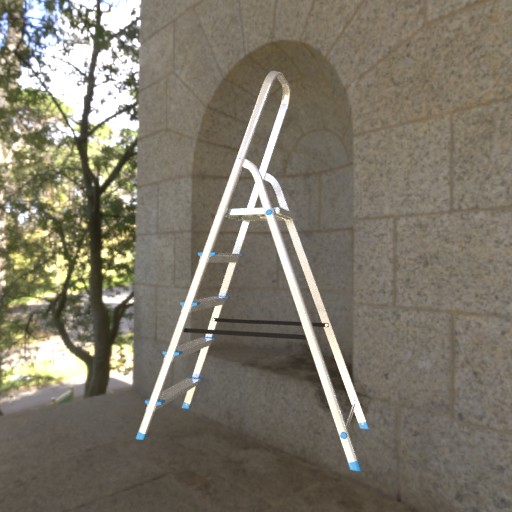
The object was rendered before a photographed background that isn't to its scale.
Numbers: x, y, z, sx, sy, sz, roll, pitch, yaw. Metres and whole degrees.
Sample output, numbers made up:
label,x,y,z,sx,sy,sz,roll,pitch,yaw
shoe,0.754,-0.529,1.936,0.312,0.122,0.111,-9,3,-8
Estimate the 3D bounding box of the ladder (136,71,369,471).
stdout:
label,x,y,z,sx,sy,sz,roll,pitch,yaw
ladder,0.000,0.000,2.071,0.990,1.648,0.468,0,-1,18
